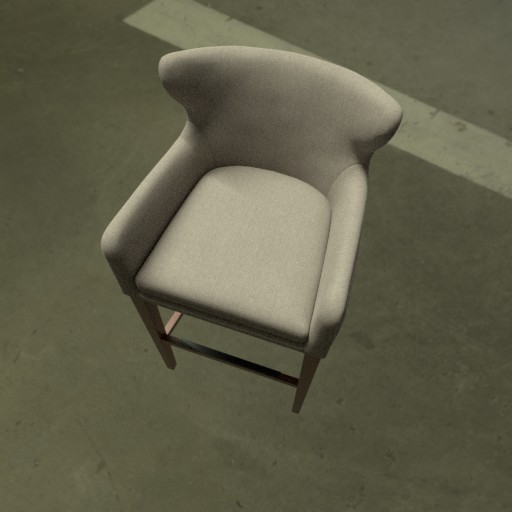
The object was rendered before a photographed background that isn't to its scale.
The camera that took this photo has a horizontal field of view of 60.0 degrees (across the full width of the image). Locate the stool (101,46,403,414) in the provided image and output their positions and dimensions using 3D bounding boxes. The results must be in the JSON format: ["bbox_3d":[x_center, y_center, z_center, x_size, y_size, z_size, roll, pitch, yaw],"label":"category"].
[{"bbox_3d":[0.000,0.000,1.350,0.575,1.047,0.575,16,60,10],"label":"stool"}]
